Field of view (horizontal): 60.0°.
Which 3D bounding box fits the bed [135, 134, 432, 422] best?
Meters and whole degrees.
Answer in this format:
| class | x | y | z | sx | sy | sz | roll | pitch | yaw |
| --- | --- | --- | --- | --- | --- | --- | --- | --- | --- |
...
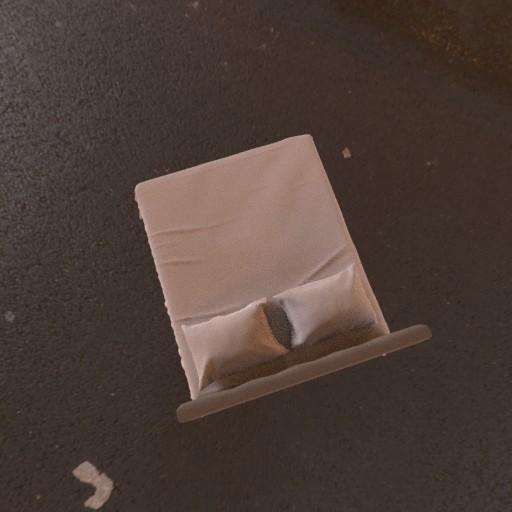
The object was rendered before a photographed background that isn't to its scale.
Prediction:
| class | x | y | z | sx | sy | sz | roll | pitch | yaw |
| --- | --- | --- | --- | --- | --- | --- | --- | --- | --- |
| bed | 0.000 | 0.000 | 3.661 | 1.936 | 1.577 | 2.222 | -17 | 76 | -5 |
